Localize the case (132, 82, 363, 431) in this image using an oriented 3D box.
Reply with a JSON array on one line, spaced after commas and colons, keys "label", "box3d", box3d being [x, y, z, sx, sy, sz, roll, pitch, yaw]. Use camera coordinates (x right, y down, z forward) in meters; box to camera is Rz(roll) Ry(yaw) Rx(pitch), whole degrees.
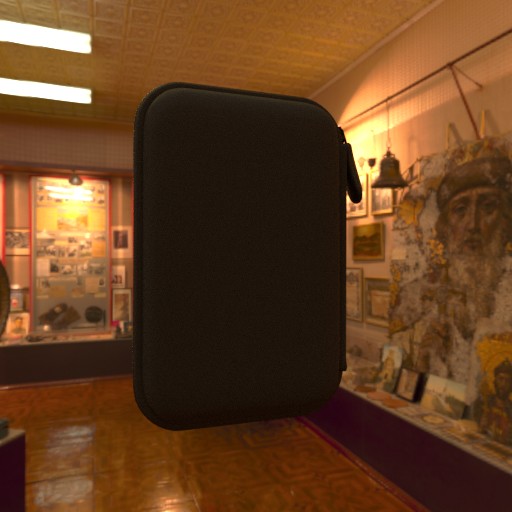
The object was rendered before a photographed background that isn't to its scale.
[{"label": "case", "box3d": [0.000, 0.000, 0.199, 0.107, 0.147, 0.030, 0, -1, -18]}]
